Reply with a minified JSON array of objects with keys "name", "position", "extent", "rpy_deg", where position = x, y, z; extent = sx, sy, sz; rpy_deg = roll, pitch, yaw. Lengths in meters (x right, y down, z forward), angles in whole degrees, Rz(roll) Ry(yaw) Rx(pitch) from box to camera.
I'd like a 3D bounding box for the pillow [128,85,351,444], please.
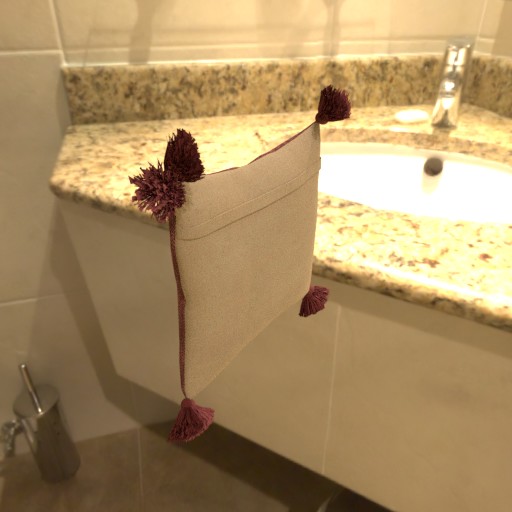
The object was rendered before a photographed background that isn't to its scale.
[{"name":"pillow","position":[0.000,0.000,0.965],"extent":[0.138,0.659,0.641],"rpy_deg":[22,38,31]}]
